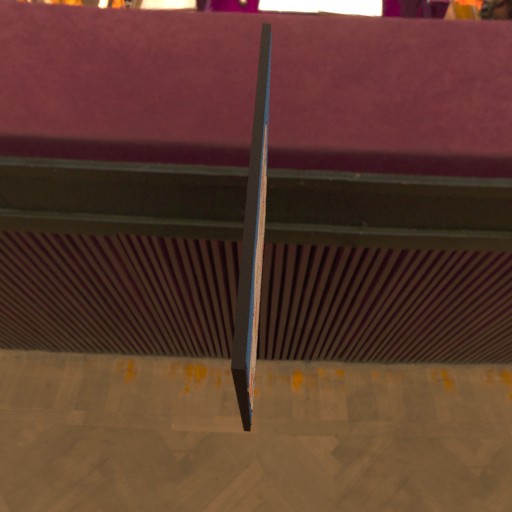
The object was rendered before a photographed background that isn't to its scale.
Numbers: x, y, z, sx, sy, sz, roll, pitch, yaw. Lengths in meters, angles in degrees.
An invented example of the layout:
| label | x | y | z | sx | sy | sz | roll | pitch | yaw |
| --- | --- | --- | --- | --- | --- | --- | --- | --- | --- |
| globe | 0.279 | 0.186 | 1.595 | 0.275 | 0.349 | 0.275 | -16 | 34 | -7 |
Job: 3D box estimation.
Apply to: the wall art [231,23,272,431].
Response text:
| label | x | y | z | sx | sy | sz | roll | pitch | yaw |
| --- | --- | --- | --- | --- | --- | --- | --- | --- | --- |
| wall art | 0.000 | 0.000 | 0.684 | 0.013 | 0.457 | 0.458 | 3 | 62 | 2 |
